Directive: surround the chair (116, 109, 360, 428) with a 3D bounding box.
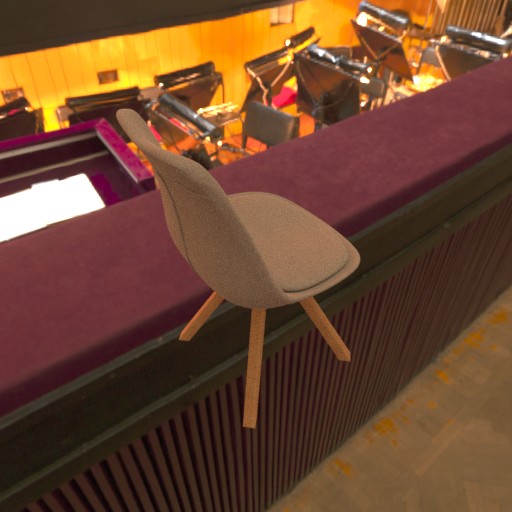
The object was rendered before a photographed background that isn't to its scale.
[{"bbox_3d":[0.000,0.000,1.214,0.549,0.863,0.474,-25,47,-26],"label":"chair"}]
